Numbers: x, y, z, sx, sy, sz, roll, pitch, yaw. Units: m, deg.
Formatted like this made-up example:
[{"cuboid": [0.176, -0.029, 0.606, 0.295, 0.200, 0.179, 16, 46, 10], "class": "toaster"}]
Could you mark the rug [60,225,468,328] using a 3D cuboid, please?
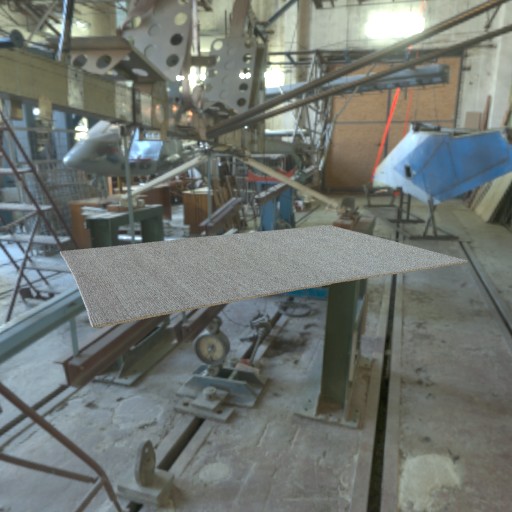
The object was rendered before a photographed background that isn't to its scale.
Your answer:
[{"cuboid": [0.000, 0.000, 2.299, 1.792, 0.021, 1.154, -7, 16, -26], "class": "rug"}]
